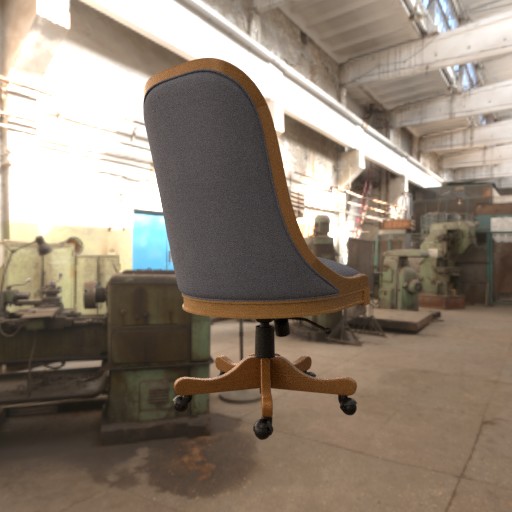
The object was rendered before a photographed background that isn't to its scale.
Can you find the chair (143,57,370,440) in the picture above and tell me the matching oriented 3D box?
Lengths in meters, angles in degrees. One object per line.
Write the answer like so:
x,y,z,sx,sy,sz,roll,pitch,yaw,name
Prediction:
0.000,0.000,1.489,0.605,1.031,0.735,0,0,36,chair
